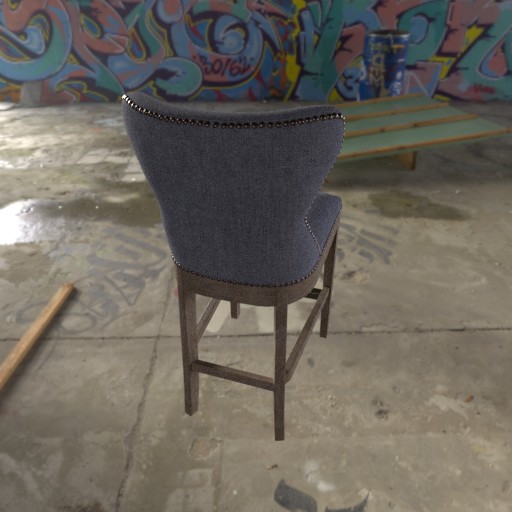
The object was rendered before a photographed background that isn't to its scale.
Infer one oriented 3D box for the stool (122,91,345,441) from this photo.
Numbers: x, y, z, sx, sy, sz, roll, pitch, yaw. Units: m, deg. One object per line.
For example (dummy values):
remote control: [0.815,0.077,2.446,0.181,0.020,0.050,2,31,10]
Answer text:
stool: [0.000,0.000,1.323,0.498,0.981,0.608,10,32,16]
